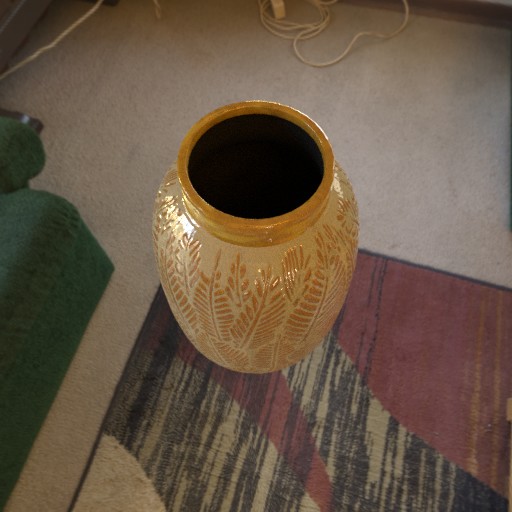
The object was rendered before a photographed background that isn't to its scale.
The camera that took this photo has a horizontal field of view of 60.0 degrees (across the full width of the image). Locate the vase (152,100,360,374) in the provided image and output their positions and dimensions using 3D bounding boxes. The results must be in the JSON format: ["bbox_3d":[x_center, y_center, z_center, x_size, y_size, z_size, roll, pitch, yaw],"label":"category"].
[{"bbox_3d":[0.000,0.000,0.390,0.172,0.270,0.172,0,64,0],"label":"vase"}]
